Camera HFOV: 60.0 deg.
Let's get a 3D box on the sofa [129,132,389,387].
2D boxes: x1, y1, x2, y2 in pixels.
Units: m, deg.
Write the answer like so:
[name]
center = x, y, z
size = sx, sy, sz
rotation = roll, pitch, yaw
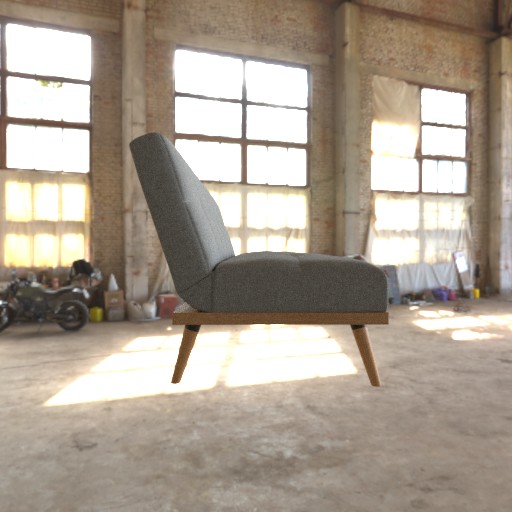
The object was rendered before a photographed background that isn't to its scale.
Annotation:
[sofa]
center = 0.000, 0.000, 2.241
size = 0.800, 0.800, 1.820
rotation = 0, 1, -1
